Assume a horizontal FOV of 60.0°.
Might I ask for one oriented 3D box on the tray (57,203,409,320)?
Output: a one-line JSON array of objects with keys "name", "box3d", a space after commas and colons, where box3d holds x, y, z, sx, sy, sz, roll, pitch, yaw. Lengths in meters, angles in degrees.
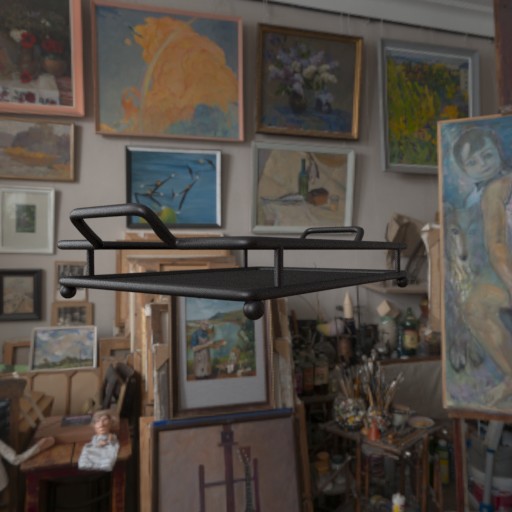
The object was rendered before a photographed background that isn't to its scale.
[{"name": "tray", "box3d": [0.000, 0.000, 0.614, 0.297, 0.101, 0.495, 1, 1, 36]}]
